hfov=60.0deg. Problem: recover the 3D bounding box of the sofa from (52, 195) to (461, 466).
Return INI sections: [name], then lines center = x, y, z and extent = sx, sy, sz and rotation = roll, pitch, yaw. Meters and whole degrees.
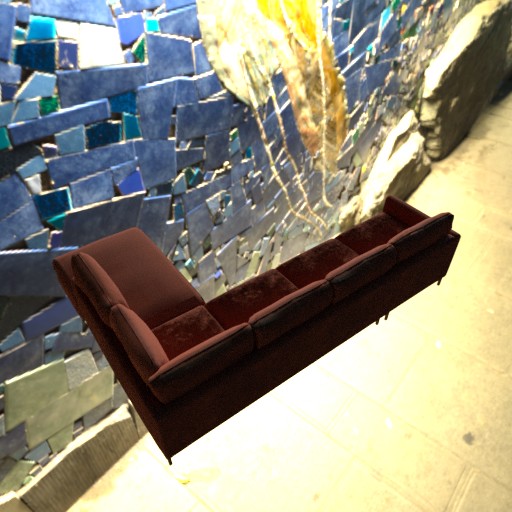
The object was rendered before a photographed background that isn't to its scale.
[sofa]
center = 0.000, 0.000, 3.600
extent = 2.736, 0.757, 1.879
rotation = -26, 47, -26
